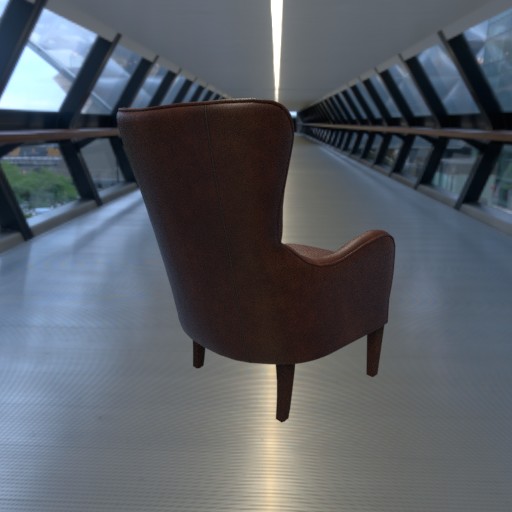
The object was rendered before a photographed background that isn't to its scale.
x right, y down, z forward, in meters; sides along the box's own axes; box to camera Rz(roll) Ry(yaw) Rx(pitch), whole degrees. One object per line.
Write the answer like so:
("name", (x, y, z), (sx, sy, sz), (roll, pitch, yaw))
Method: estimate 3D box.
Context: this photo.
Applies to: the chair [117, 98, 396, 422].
("chair", (0.000, 0.000, 1.649), (0.914, 1.048, 0.692), (-14, 21, -41))
